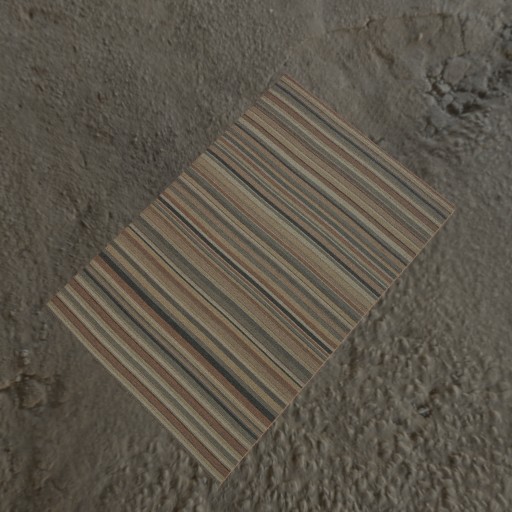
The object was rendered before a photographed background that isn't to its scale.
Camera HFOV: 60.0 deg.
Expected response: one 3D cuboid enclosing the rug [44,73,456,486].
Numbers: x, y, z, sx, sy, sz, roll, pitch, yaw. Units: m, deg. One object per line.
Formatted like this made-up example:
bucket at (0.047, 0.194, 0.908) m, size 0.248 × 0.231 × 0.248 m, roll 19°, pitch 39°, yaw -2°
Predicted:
rug at (0.000, 0.000, 2.289) m, size 1.219 × 0.008 × 1.829 m, roll 42°, pitch 80°, yaw 9°
